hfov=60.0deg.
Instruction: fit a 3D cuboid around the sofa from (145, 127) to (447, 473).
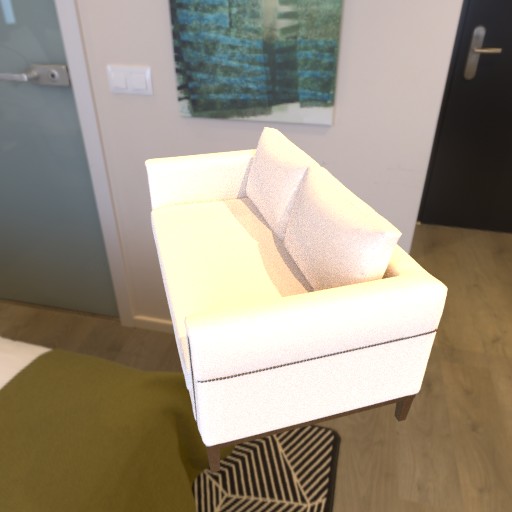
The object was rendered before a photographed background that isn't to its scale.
[{"bbox_3d":[0.000,0.000,2.152,0.905,0.873,1.598,-9,33,-14],"label":"sofa"}]
